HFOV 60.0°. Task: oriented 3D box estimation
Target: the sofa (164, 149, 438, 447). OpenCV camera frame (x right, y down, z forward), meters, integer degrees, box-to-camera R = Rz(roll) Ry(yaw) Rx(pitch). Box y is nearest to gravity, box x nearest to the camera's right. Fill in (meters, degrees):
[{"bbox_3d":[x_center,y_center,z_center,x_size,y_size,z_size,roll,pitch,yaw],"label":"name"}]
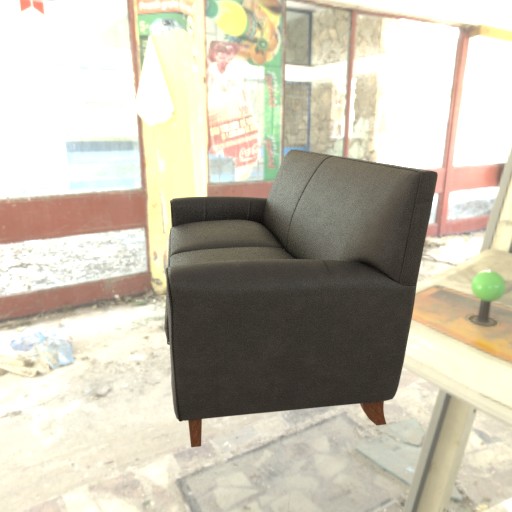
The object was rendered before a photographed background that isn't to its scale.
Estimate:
[{"bbox_3d":[0.000,0.000,1.984,0.787,0.871,1.473,-3,16,-10],"label":"sofa"}]
